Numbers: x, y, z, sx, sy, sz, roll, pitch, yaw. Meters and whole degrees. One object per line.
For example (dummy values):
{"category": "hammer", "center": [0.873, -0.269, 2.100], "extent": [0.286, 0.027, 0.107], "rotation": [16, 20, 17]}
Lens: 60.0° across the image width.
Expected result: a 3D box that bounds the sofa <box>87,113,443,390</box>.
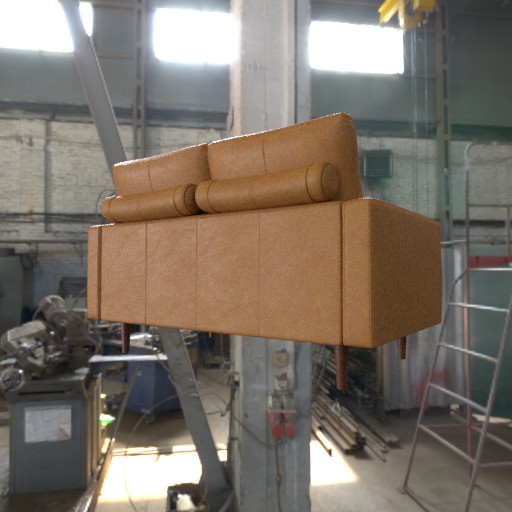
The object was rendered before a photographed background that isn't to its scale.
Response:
{"category": "sofa", "center": [0.000, 0.000, 2.001], "extent": [1.430, 0.898, 0.868], "rotation": [-1, -2, 36]}
